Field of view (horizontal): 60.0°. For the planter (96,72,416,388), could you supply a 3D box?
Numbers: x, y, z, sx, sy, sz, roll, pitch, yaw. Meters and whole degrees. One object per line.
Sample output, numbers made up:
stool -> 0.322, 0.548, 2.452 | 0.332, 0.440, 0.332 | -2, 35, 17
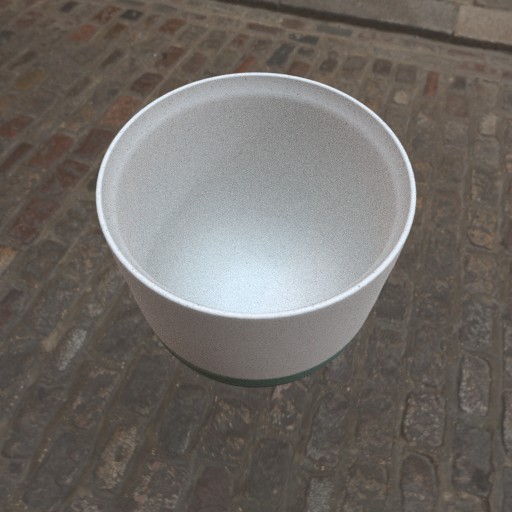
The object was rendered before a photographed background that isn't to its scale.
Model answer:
planter -> 0.000, 0.000, 0.487 | 0.268, 0.270, 0.268 | 0, 59, 0
